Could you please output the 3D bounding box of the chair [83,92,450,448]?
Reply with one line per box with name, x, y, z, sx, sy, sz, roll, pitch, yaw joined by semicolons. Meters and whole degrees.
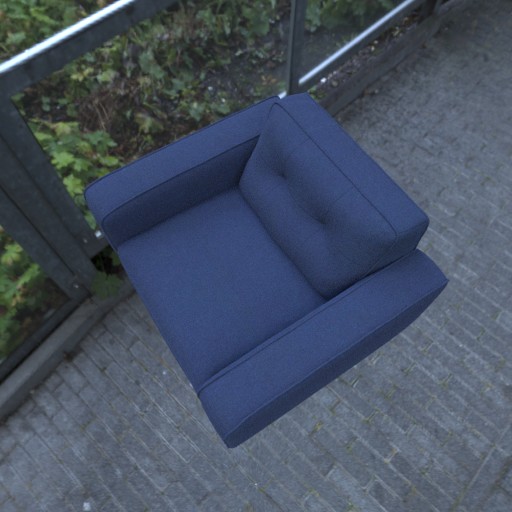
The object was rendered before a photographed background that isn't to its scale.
chair;0.000;0.000;1.800;0.953;0.783;1.118;-30;67;-14
